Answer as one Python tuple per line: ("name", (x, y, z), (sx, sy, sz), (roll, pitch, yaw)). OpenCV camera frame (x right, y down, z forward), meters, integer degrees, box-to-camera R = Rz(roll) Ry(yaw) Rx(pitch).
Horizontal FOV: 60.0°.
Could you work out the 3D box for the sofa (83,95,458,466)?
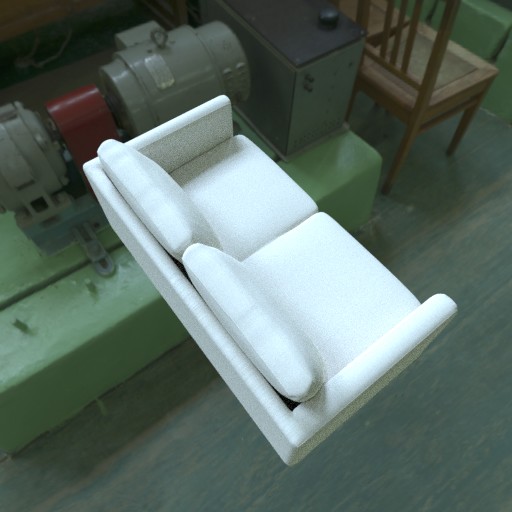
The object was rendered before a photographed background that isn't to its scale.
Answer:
("sofa", (0.000, 0.000, 2.263), (0.940, 0.893, 1.713), (-33, 65, -18))
